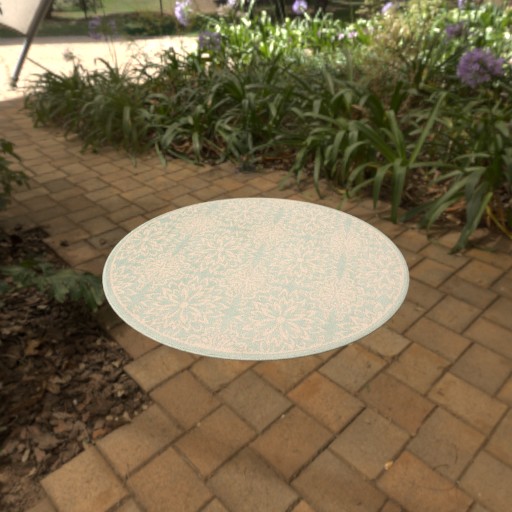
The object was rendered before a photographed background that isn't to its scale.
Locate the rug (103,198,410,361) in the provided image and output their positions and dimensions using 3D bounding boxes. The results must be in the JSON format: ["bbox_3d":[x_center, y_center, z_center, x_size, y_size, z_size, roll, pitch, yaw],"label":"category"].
[{"bbox_3d":[0.000,0.000,2.399,1.593,0.012,1.593,0,31,0],"label":"rug"}]
